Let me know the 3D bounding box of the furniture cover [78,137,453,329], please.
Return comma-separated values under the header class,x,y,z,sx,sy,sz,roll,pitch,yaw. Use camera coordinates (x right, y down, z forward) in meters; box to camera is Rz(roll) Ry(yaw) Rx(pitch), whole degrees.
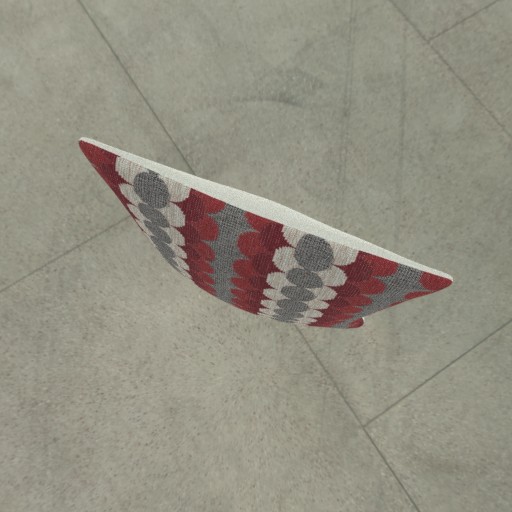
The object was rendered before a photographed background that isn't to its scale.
class,x,y,z,sx,sy,sz,roll,pitch,yaw
furniture cover,0.000,0.000,0.663,0.435,0.420,0.145,21,76,5
